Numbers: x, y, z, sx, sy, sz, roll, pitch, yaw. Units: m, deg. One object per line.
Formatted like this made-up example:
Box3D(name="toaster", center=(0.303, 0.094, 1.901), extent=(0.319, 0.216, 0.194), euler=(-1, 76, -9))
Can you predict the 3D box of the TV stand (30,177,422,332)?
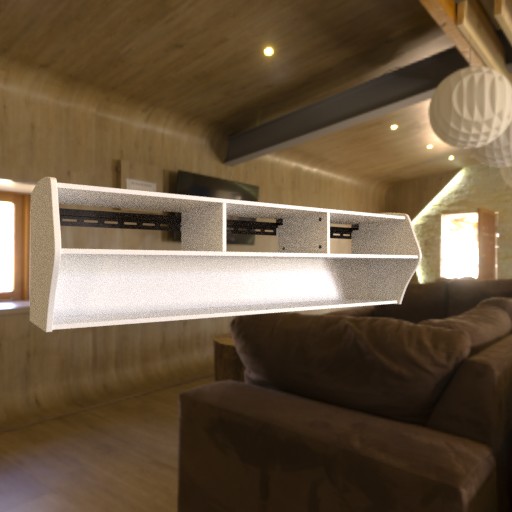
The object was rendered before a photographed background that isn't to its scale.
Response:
Box3D(name="TV stand", center=(0.000, 0.000, 1.667), extent=(1.473, 0.424, 0.397), euler=(1, -1, -35))
